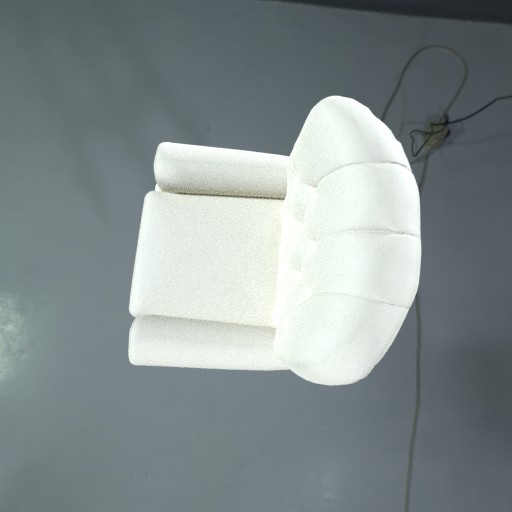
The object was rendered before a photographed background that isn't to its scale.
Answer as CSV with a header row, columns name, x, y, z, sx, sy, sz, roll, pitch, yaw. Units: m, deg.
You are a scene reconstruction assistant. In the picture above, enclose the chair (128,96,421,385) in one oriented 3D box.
name,x,y,z,sx,sy,sz,roll,pitch,yaw
chair,0.000,0.000,1.995,1.132,1.169,1.035,4,77,1
